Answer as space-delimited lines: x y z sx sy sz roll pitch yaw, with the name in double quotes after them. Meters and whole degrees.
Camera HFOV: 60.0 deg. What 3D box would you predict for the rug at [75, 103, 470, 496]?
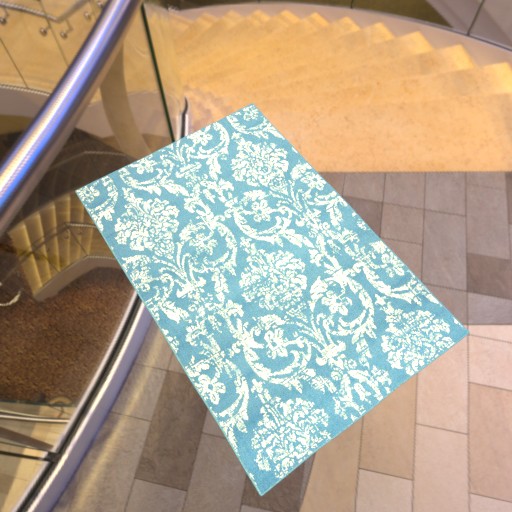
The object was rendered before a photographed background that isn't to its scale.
0.000 0.000 2.299 1.211 0.012 1.833 -31 66 -15 "rug"
